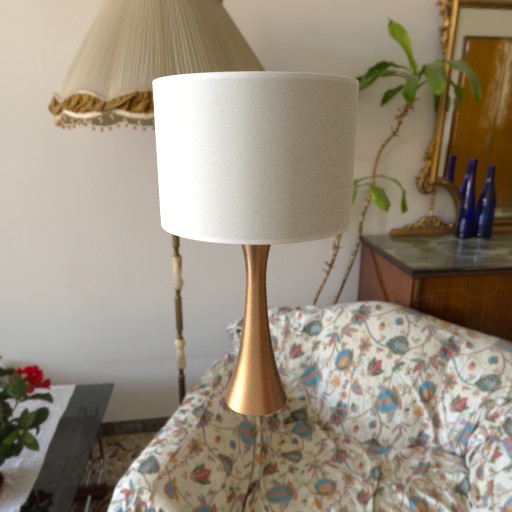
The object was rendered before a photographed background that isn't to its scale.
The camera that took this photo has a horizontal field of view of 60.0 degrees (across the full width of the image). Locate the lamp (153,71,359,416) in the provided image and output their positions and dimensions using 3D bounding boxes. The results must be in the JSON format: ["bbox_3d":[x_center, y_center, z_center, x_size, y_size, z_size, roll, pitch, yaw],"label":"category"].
[{"bbox_3d":[0.000,0.000,0.656,0.268,0.479,0.268,-15,22,-42],"label":"lamp"}]
